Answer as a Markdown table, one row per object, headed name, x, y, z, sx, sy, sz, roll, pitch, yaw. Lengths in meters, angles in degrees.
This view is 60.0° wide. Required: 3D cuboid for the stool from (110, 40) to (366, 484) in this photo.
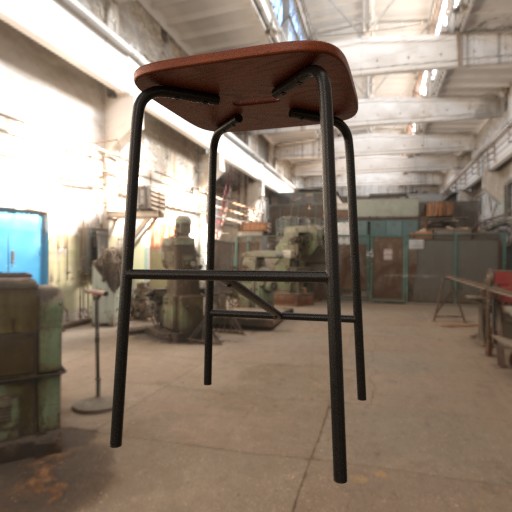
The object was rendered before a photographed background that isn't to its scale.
| name | x | y | z | sx | sy | sz | roll | pitch | yaw |
| --- | --- | --- | --- | --- | --- | --- | --- | --- | --- |
| stool | 0.000 | 0.000 | 0.828 | 0.376 | 0.610 | 0.376 | 0 | 0 | 18 |
